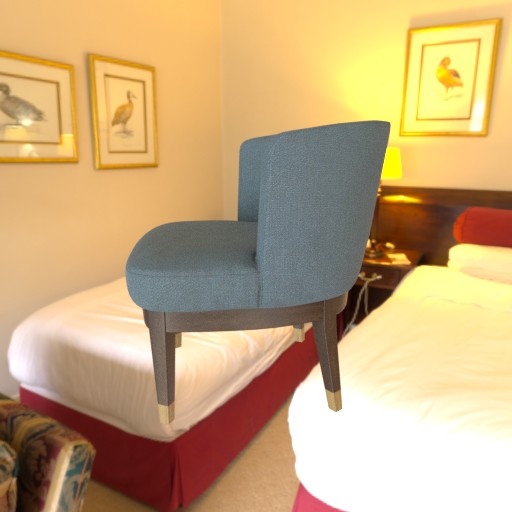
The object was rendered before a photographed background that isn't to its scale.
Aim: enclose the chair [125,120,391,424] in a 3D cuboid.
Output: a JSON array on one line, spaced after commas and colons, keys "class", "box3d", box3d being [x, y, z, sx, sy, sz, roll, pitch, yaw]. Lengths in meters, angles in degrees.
[{"class": "chair", "box3d": [0.000, 0.000, 1.309, 0.702, 0.760, 0.661, -2, 14, -7]}]
